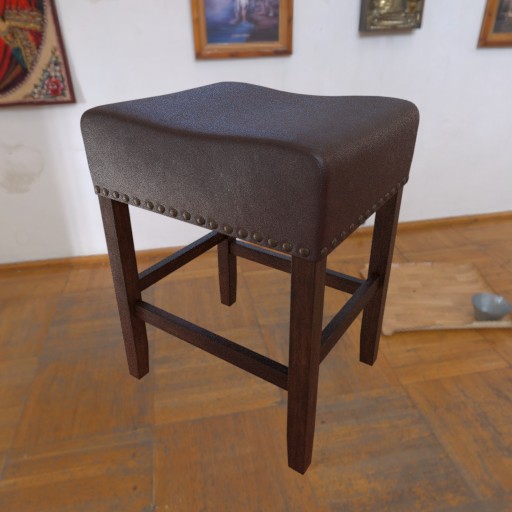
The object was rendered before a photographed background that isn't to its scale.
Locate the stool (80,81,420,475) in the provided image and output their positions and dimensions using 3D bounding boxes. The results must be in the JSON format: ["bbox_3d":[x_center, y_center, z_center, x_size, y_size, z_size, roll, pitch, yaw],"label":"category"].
[{"bbox_3d":[0.000,0.000,0.910,0.465,0.608,0.397,18,34,29],"label":"stool"}]
